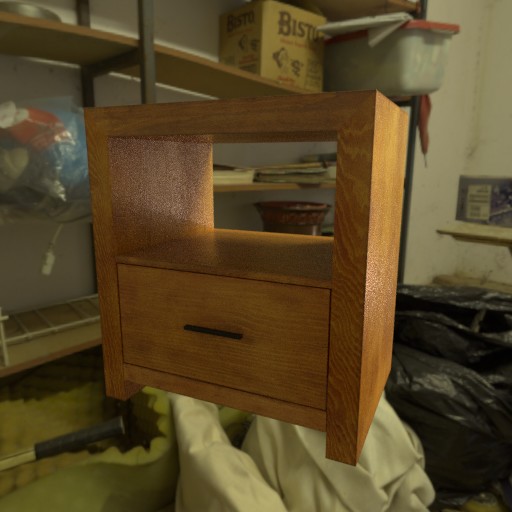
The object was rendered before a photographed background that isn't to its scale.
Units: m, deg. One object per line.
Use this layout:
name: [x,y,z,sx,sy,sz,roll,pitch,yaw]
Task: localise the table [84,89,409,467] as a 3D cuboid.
table: [0.000,0.000,0.969,0.550,0.605,0.400,6,14,24]
